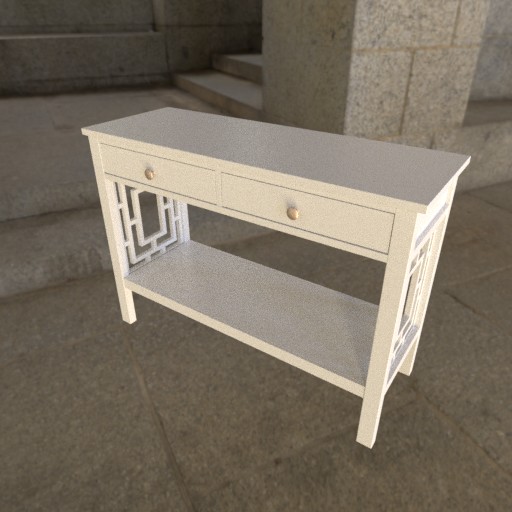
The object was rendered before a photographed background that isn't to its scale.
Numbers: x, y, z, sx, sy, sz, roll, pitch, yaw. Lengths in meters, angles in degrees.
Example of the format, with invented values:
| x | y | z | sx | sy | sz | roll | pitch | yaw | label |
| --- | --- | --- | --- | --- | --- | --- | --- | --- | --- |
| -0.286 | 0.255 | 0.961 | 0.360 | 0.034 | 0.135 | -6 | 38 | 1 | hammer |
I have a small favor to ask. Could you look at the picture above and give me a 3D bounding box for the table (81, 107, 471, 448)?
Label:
| x | y | z | sx | sy | sz | roll | pitch | yaw | label |
| --- | --- | --- | --- | --- | --- | --- | --- | --- | --- |
| 0.000 | 0.000 | 1.446 | 1.068 | 0.753 | 0.397 | 19 | 35 | 29 | table |
